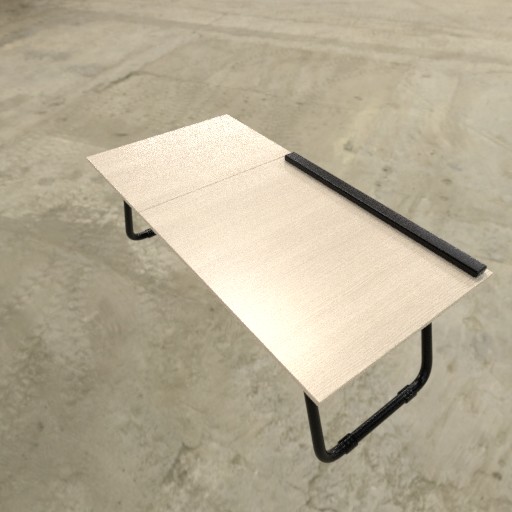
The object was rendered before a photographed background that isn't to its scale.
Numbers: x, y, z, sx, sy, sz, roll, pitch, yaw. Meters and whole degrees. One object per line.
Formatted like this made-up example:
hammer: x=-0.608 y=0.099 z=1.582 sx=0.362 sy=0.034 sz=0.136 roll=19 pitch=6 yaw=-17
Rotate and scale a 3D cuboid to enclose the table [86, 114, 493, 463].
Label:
table: x=0.000 y=0.000 z=0.792 sx=0.322 sy=0.242 sz=0.644 roll=-27 pitch=48 yaw=-27
